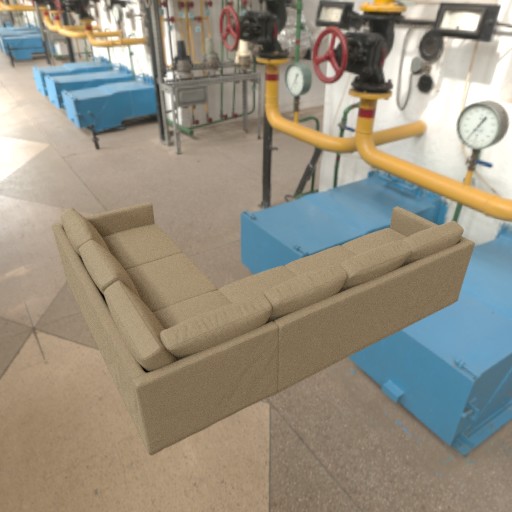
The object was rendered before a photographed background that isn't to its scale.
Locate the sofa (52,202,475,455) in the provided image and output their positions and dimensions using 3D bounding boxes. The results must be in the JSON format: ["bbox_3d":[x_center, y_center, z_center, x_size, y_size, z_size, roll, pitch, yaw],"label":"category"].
[{"bbox_3d":[0.000,0.000,4.281,3.182,0.871,2.432,-18,36,-27],"label":"sofa"}]
